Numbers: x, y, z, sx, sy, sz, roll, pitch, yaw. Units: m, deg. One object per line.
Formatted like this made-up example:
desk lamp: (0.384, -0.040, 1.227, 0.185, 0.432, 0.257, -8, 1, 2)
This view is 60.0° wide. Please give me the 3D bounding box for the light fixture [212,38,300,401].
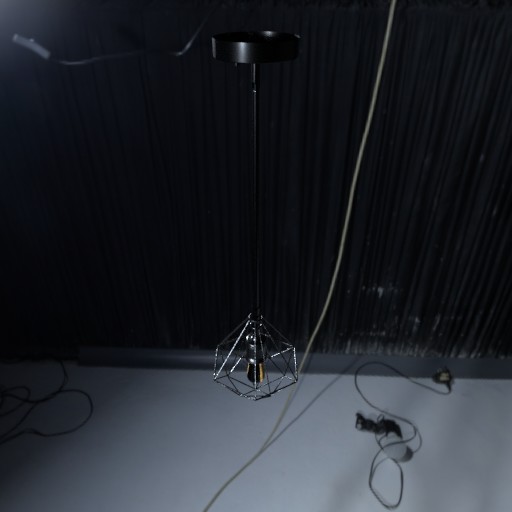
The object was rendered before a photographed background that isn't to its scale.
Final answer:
light fixture: (0.000, 0.000, 1.975, 0.431, 1.764, 0.487, 1, 33, 1)
